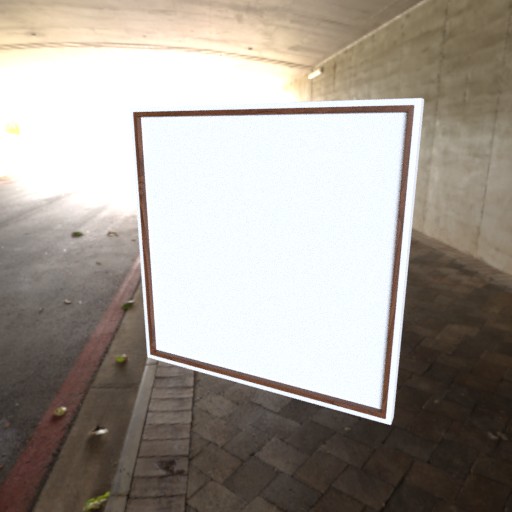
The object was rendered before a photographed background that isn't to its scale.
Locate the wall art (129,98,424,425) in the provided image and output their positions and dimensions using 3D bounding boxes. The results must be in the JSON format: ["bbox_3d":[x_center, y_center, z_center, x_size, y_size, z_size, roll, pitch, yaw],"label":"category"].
[{"bbox_3d":[0.000,0.000,1.549,1.009,1.009,0.049,8,17,26],"label":"wall art"}]
